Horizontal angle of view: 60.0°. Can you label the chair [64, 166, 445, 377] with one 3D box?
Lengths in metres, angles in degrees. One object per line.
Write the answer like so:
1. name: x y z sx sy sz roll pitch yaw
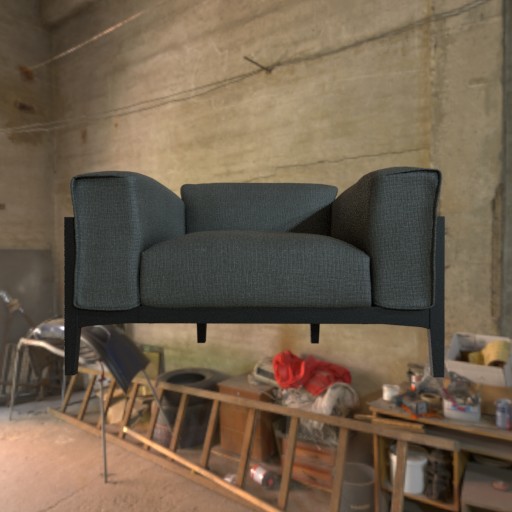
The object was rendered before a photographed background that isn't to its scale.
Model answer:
1. chair: 0.000 0.000 1.658 1.056 0.646 0.969 0 0 1
